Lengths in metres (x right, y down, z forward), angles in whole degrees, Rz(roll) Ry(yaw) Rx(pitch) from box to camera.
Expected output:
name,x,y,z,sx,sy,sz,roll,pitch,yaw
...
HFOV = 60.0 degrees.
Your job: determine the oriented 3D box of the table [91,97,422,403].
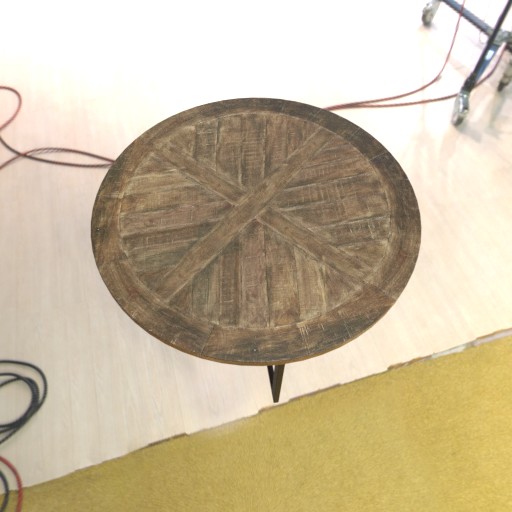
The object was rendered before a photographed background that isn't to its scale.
name,x,y,z,sx,sy,sz,roll,pitch,yaw
table,0.000,0.000,2.046,1.264,0.762,1.264,0,58,0
